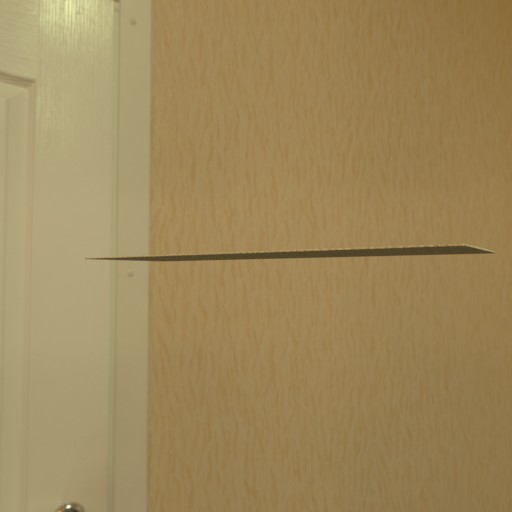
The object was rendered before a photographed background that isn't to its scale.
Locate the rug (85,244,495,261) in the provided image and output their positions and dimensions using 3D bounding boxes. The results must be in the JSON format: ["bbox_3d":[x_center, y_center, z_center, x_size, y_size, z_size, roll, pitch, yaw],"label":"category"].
[{"bbox_3d":[0.000,0.000,2.465,2.277,0.008,0.676,-2,-3,36],"label":"rug"}]
